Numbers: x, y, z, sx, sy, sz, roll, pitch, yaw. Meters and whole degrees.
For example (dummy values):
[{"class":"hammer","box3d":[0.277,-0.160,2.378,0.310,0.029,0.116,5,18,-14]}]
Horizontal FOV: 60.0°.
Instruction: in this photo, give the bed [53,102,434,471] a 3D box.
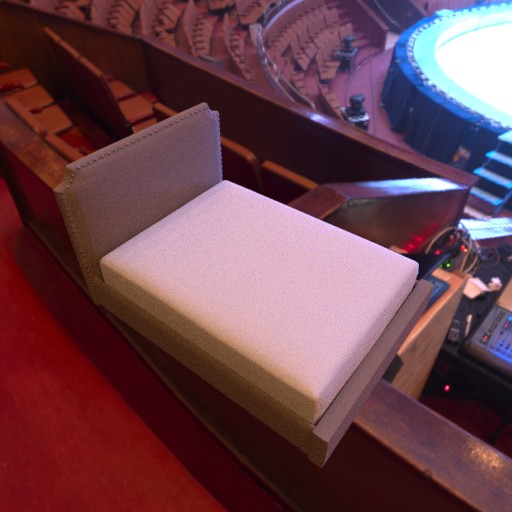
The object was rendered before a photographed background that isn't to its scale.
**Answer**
[{"class":"bed","box3d":[0.000,0.000,3.475,2.372,1.443,1.713,27,48,28]}]
